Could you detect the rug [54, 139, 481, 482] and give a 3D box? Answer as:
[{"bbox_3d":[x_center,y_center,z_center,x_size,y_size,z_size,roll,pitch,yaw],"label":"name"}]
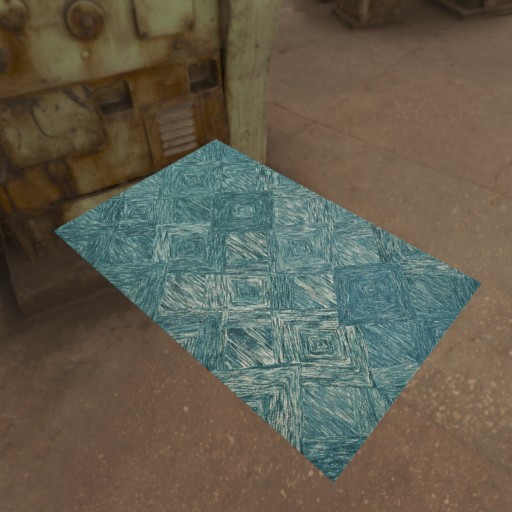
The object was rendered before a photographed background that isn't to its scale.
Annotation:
[{"bbox_3d":[0.000,0.000,2.787,2.277,0.015,1.490,34,56,27],"label":"rug"}]
